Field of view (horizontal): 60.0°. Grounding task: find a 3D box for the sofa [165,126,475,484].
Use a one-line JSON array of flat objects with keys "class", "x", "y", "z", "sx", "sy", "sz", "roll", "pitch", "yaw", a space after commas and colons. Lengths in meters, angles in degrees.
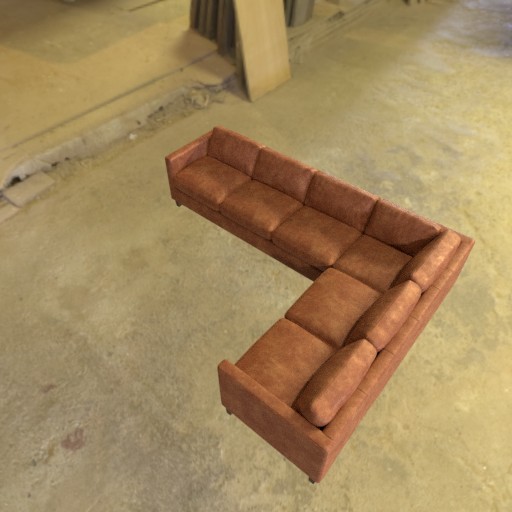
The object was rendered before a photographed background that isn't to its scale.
[{"class": "sofa", "x": 0.000, "y": 0.000, "z": 4.221, "sx": 3.167, "sy": 0.838, "sz": 2.438, "roll": 31, "pitch": 53, "yaw": 26}]
